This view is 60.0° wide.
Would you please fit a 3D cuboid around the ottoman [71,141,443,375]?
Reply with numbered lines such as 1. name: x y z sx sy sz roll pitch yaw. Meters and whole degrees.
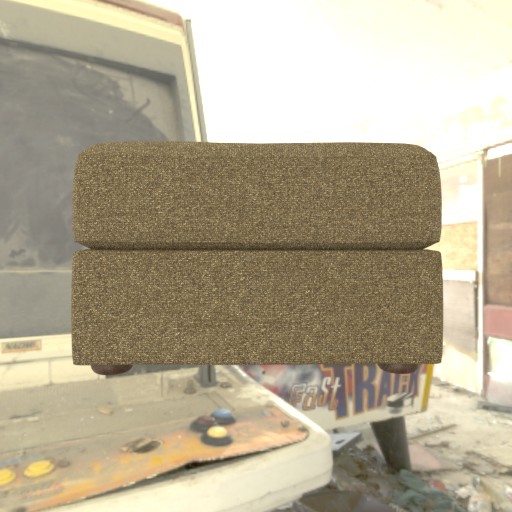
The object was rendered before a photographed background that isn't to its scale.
1. ottoman: 0.000 0.000 1.122 0.742 0.476 0.598 0 -1 -1
